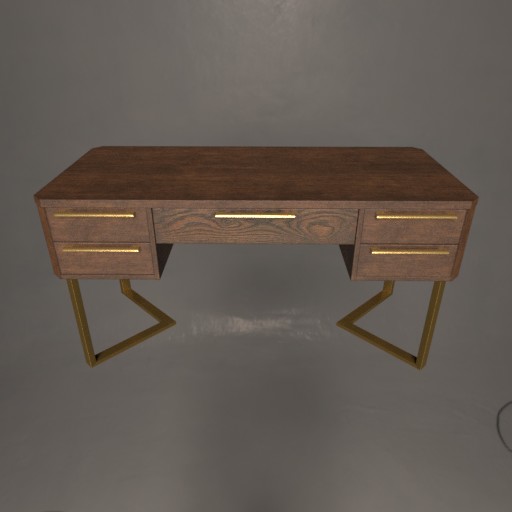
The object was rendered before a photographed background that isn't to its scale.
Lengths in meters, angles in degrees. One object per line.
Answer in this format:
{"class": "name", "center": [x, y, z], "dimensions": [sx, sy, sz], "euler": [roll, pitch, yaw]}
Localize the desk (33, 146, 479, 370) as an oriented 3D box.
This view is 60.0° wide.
{"class": "desk", "center": [0.000, 0.000, 1.900], "dimensions": [1.479, 0.762, 0.684], "euler": [0, 29, 1]}
